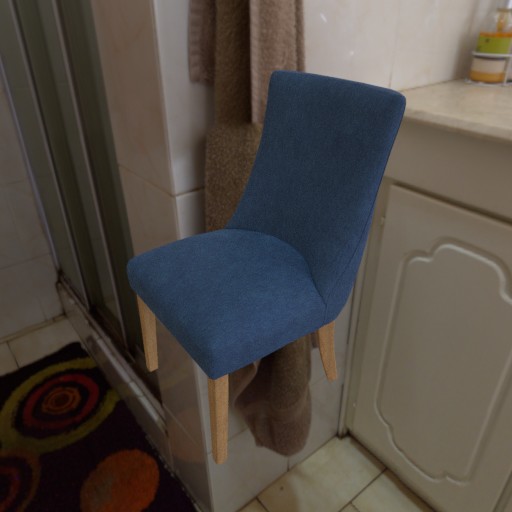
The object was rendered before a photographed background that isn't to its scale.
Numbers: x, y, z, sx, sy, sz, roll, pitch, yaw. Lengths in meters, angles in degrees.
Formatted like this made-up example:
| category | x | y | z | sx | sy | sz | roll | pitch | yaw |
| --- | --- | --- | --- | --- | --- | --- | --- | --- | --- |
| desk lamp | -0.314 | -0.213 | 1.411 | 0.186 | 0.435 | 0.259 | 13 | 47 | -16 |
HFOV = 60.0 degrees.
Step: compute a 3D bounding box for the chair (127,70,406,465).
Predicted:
| category | x | y | z | sx | sy | sz | roll | pitch | yaw |
| --- | --- | --- | --- | --- | --- | --- | --- | --- | --- |
| chair | 0.000 | 0.000 | 1.261 | 0.609 | 0.902 | 0.495 | -21 | 36 | -31 |
